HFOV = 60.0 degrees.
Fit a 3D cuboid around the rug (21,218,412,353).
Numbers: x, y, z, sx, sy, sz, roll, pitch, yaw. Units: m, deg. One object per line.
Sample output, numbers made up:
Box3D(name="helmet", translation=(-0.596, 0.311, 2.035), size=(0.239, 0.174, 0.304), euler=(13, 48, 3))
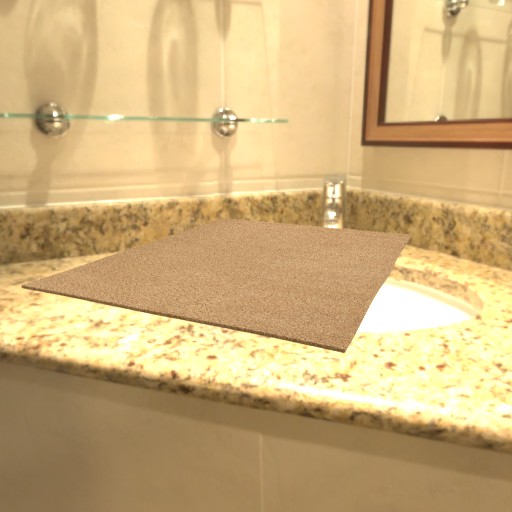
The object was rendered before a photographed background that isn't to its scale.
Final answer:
Box3D(name="rug", translation=(0.000, 0.000, 4.073), size=(2.400, 0.026, 3.000), euler=(7, 17, 24))
